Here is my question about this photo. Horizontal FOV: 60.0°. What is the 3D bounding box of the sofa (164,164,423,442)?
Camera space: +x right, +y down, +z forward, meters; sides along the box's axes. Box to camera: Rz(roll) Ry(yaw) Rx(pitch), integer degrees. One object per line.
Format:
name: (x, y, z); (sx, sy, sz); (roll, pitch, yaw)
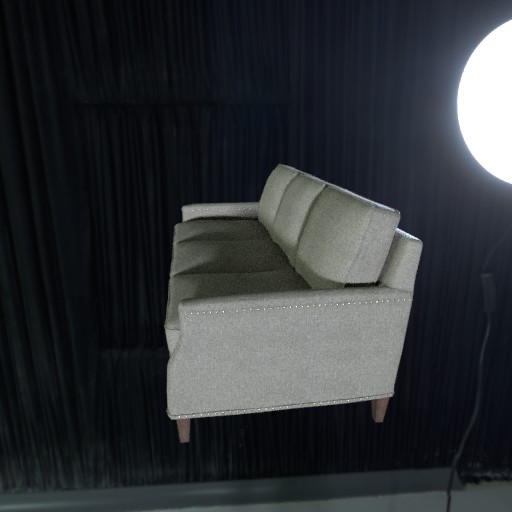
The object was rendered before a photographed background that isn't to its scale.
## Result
sofa: (0.000, 0.000, 2.855); (1.084, 1.003, 2.246); (-3, 17, -8)
